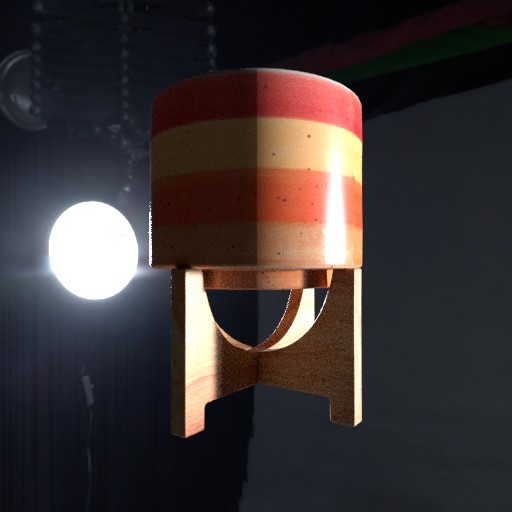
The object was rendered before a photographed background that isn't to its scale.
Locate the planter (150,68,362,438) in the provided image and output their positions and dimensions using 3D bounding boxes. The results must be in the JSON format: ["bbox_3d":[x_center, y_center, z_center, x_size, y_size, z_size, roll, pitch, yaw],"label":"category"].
[{"bbox_3d":[0.000,0.000,0.409,0.199,0.268,0.199,0,-1,0],"label":"planter"}]
